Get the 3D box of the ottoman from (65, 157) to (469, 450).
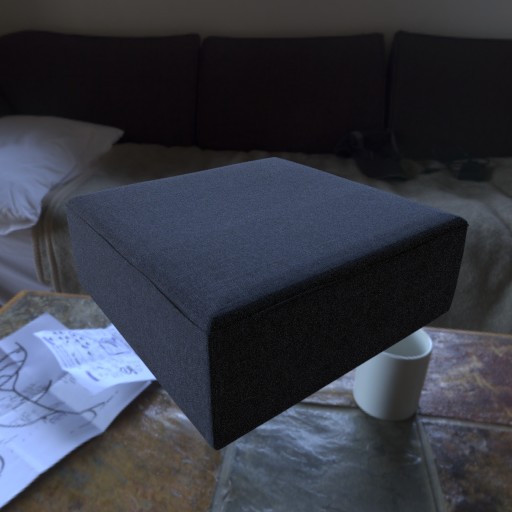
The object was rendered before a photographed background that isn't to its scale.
[{"bbox_3d":[0.000,0.000,1.594,1.023,0.423,1.017,-19,32,-32],"label":"ottoman"}]
